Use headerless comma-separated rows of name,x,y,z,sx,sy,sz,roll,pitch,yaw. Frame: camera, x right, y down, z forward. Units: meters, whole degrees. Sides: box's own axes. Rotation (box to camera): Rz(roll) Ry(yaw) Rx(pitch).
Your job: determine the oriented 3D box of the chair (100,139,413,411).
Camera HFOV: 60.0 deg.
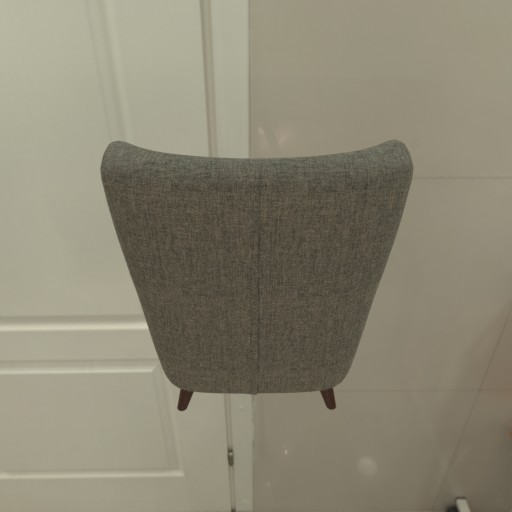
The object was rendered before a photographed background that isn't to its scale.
chair,0.000,0.000,1.737,0.878,1.063,0.904,0,32,-1
